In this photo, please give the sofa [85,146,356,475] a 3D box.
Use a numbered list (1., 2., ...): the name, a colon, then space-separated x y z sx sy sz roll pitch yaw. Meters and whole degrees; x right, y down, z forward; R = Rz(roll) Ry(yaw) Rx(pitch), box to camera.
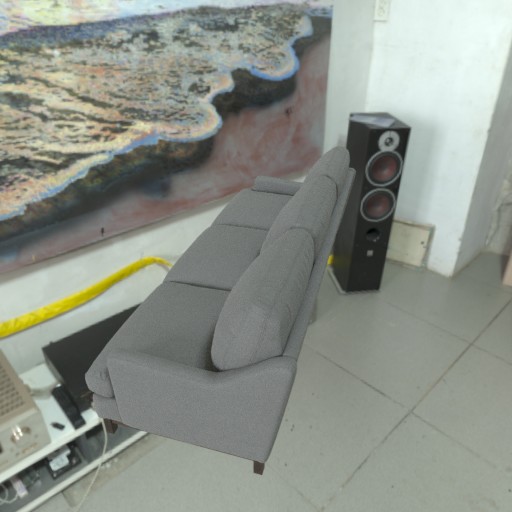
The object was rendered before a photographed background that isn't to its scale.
1. sofa: 0.000 0.000 2.830 0.987 0.926 2.344 9 32 14
